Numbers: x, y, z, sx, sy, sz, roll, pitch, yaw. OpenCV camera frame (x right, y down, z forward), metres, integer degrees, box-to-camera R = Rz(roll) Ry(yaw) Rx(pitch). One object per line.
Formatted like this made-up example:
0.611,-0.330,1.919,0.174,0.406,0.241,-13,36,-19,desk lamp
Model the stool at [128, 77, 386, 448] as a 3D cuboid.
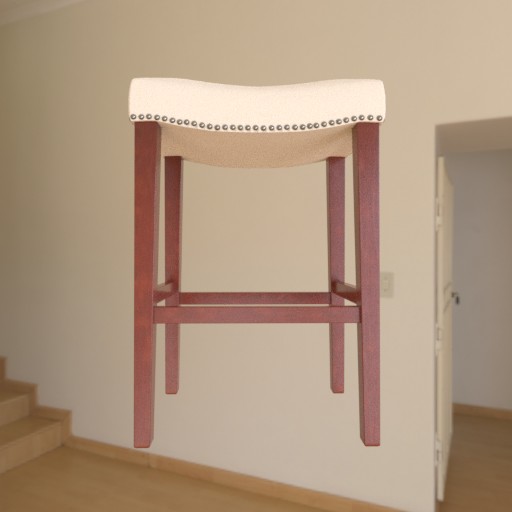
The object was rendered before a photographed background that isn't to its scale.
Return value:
0.000,0.000,1.039,0.504,0.742,0.372,0,0,-1,stool
